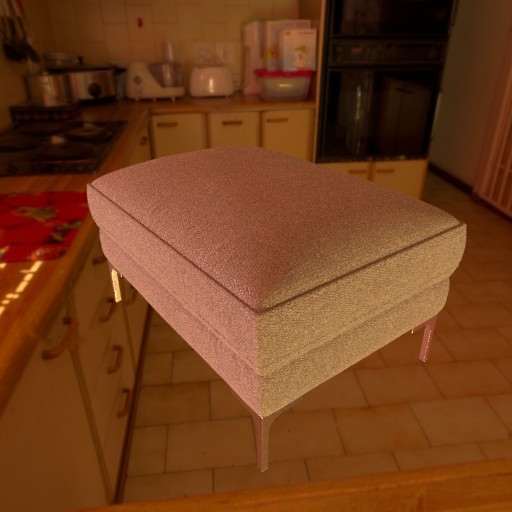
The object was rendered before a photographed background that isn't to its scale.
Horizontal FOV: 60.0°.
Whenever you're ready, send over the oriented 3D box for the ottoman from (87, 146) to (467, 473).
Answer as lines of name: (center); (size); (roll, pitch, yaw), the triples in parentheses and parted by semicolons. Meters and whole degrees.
ottoman: (0.000, 0.000, 1.152); (0.583, 0.464, 0.785); (-19, 33, -32)
